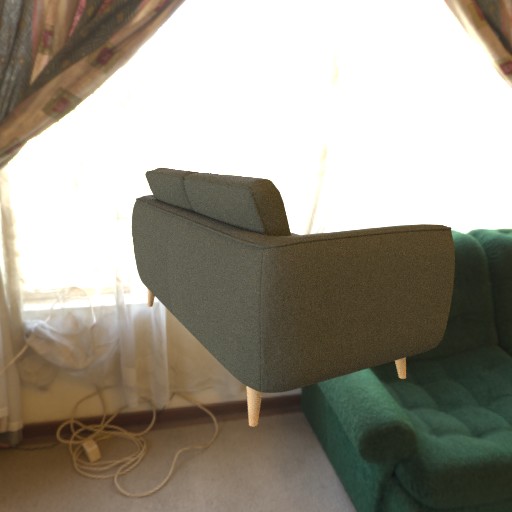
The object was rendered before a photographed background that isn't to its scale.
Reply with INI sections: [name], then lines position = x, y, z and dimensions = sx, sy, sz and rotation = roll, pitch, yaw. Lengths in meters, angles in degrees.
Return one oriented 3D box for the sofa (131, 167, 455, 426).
[sofa]
position = 0.000, 0.000, 2.228
dimensions = 0.920, 0.850, 1.700
rotation = -7, 15, -27
